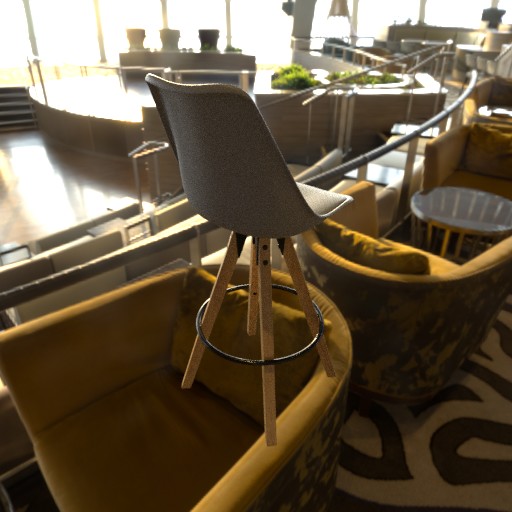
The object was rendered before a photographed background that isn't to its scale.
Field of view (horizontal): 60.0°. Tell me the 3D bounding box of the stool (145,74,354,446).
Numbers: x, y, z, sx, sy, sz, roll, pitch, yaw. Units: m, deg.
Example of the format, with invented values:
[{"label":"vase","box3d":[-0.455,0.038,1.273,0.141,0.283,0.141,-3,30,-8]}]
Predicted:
[{"label":"stool","box3d":[0.000,0.000,1.414,0.485,1.115,0.550,22,36,33]}]
